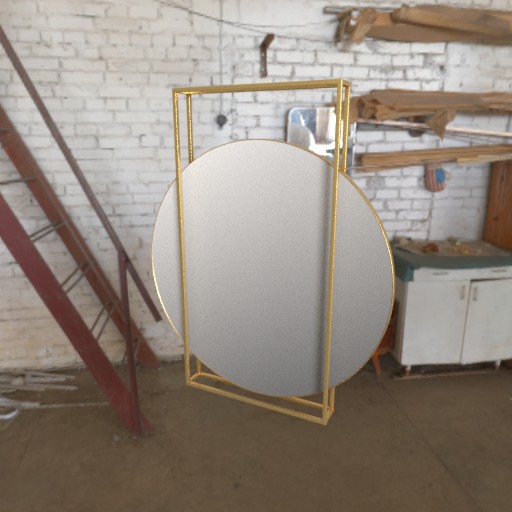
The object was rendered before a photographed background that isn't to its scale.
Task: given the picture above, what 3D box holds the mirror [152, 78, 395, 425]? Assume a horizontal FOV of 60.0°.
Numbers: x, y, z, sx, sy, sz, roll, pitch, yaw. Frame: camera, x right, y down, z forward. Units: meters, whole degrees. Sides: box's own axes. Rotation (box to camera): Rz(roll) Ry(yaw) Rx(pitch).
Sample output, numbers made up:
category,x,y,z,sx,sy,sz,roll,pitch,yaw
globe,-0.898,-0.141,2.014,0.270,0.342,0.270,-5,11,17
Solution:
category,x,y,z,sx,sy,sz,roll,pitch,yaw
mirror,0.000,0.000,0.835,0.508,0.603,0.051,7,17,25
